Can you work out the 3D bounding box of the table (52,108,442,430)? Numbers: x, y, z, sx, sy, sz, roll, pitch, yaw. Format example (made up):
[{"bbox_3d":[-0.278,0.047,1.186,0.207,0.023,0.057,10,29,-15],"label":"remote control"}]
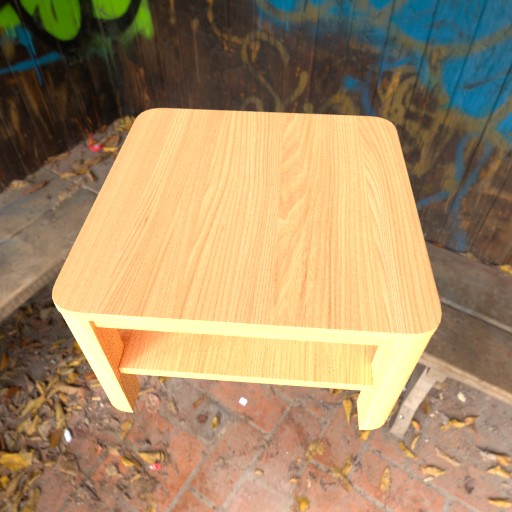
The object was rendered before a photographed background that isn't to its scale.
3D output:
[{"bbox_3d":[0.000,0.000,1.229,0.750,0.450,0.750,3,48,3],"label":"table"}]
